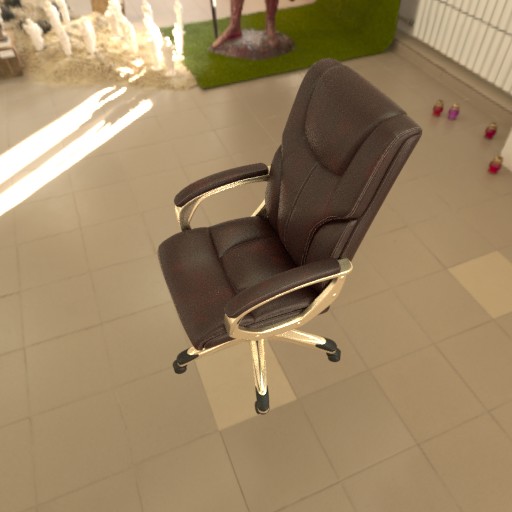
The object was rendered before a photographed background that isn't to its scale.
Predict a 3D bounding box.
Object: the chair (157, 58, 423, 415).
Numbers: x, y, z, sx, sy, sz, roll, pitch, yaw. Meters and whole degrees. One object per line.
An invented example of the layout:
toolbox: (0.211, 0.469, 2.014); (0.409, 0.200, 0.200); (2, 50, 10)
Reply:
chair: (0.000, 0.000, 1.540); (0.739, 1.107, 0.662); (-17, 50, -15)
